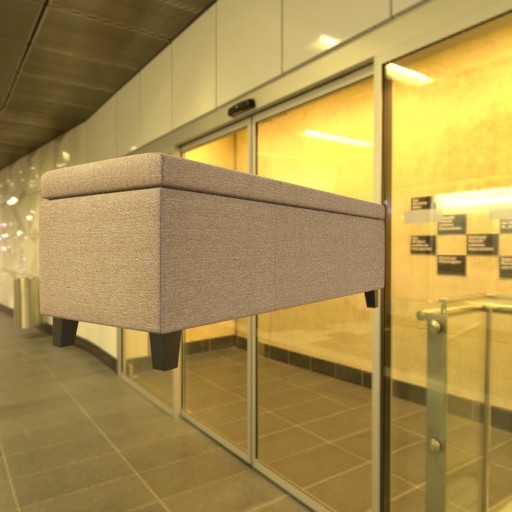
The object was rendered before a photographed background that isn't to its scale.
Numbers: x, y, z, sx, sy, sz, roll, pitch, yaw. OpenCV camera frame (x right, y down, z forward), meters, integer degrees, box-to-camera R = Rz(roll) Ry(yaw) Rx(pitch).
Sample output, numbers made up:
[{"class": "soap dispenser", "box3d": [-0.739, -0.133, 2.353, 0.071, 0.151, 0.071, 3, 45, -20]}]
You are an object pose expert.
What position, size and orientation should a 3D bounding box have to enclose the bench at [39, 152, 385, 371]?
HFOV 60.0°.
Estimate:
[{"class": "bench", "box3d": [0.000, 0.000, 1.473, 0.446, 0.438, 1.269, 1, 1, 35]}]
